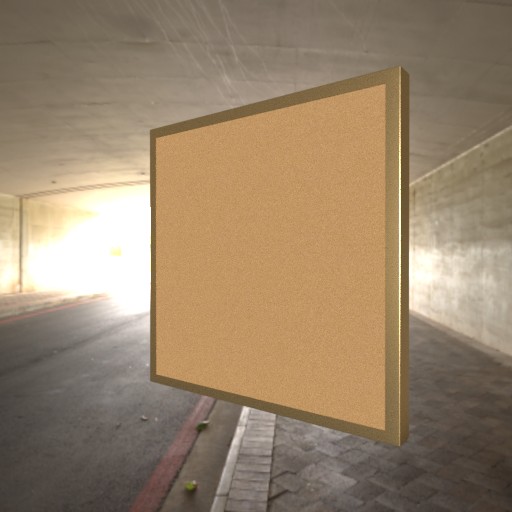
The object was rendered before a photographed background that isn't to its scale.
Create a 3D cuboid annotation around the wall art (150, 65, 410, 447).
[{"bbox_3d":[0.000,0.000,0.455,0.305,0.305,0.023,0,0,37],"label":"wall art"}]
